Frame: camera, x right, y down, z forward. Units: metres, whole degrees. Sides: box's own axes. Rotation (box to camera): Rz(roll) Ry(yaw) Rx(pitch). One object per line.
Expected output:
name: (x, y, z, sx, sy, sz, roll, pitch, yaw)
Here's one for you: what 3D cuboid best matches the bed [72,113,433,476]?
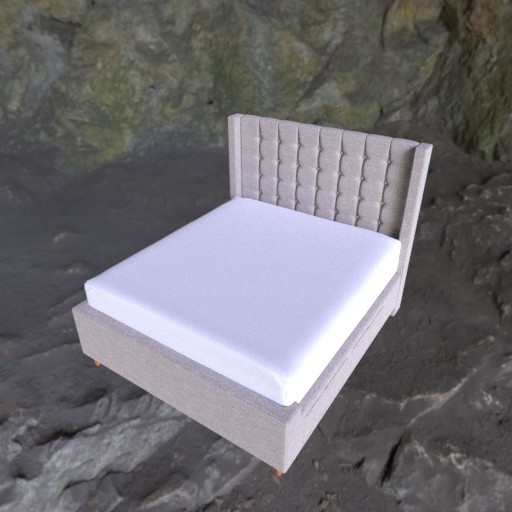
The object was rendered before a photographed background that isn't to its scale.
bed: (0.000, 0.000, 3.840, 2.044, 1.748, 2.372, 19, 35, 29)
